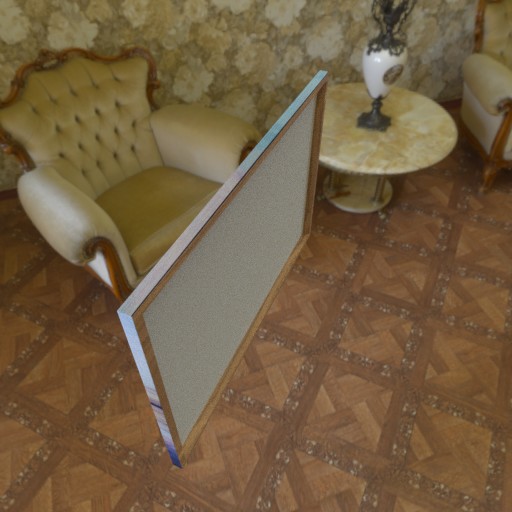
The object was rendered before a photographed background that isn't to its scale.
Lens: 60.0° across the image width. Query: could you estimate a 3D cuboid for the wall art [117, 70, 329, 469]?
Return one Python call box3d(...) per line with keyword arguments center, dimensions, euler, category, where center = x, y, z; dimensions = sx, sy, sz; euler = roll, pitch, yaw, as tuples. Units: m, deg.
box3d(center=(0.000, 0.000, 1.425), dimensions=(0.034, 0.756, 1.137), euler=(18, 48, 17), category="wall art")
